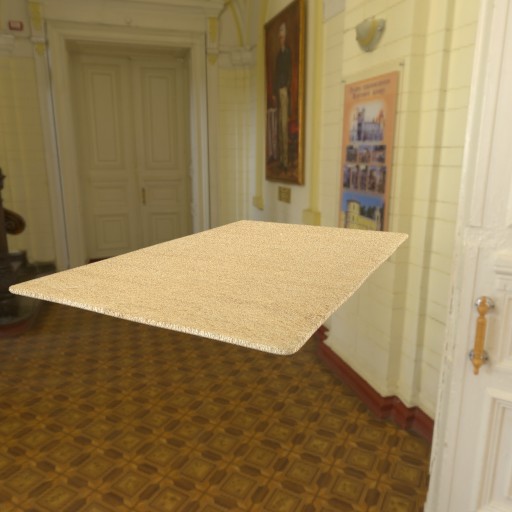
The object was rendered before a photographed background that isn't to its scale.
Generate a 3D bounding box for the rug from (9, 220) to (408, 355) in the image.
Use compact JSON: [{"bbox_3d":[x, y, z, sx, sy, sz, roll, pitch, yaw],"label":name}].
[{"bbox_3d":[0.000,0.000,2.818,1.500,0.026,2.349,7,15,27],"label":"rug"}]
